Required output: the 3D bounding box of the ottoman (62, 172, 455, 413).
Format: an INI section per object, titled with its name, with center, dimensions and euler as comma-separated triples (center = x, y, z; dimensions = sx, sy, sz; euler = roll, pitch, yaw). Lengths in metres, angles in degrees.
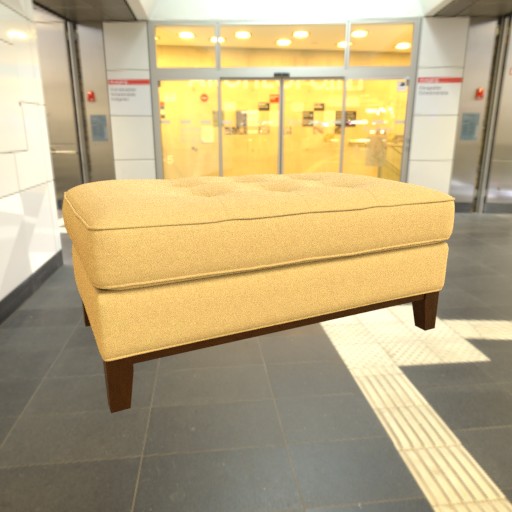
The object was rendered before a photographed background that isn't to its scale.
[ottoman]
center = 0.000, 0.000, 1.497
dimensions = 1.143, 0.508, 0.648
euler = -8, 18, -25
